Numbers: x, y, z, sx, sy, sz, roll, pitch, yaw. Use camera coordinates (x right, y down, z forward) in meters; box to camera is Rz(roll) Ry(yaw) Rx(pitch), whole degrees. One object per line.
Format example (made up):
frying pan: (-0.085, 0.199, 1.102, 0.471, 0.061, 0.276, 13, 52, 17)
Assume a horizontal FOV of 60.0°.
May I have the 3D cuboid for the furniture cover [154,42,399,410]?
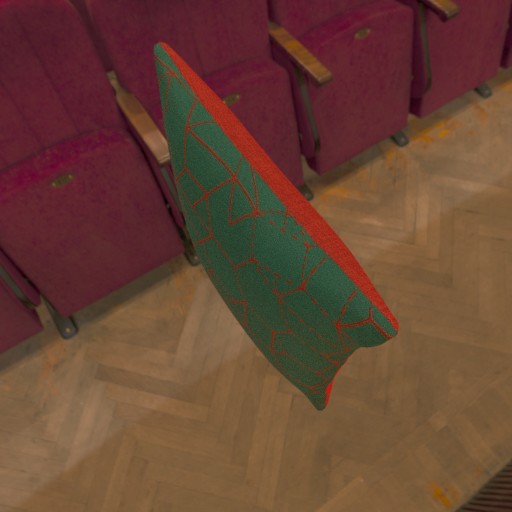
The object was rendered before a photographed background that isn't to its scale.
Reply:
furniture cover: (0.000, 0.000, 0.762, 0.158, 0.508, 0.517, -30, 67, -15)
